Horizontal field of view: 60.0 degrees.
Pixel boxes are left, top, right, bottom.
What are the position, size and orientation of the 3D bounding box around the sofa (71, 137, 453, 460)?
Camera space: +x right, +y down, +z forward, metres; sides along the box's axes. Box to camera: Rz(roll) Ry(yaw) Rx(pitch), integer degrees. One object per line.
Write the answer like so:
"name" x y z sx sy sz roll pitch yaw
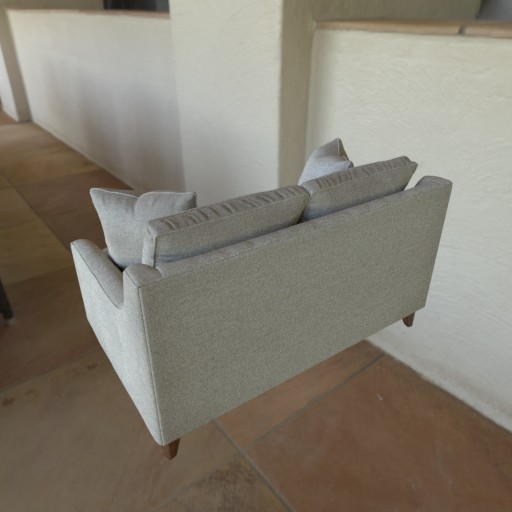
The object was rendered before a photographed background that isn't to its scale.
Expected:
"sofa" 0.000 0.000 2.007 1.422 0.863 0.915 -19 34 -30
